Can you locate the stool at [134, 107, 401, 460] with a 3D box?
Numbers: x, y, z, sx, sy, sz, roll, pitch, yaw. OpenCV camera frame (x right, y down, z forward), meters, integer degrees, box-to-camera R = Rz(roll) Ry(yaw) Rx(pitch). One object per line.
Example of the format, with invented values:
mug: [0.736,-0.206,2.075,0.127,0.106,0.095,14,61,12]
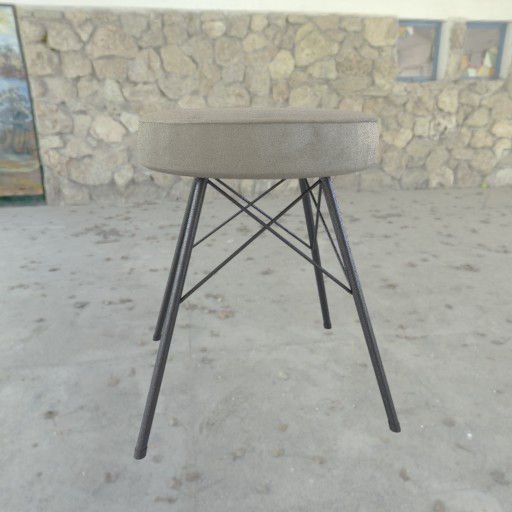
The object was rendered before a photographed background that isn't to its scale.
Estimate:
stool: [0.000,0.000,0.852,0.457,0.538,0.423,-3,18,-8]
